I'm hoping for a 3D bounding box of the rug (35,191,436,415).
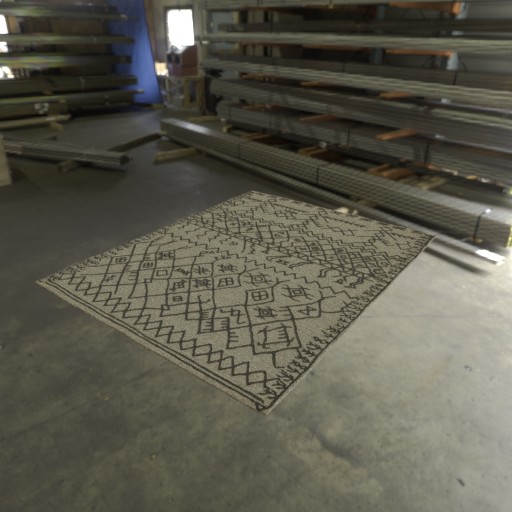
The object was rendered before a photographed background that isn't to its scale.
[{"bbox_3d":[0.000,0.000,3.361,1.964,0.025,2.455,19,32,32],"label":"rug"}]
